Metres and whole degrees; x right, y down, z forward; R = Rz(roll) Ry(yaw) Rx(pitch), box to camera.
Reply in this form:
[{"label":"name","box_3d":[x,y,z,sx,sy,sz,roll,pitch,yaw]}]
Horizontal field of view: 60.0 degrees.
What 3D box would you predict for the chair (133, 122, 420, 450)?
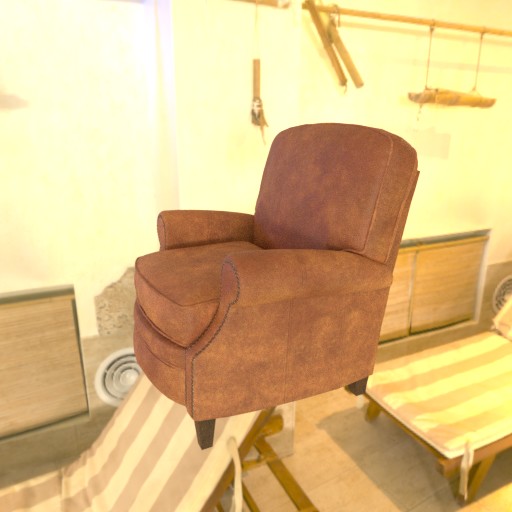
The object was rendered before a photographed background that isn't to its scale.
[{"label":"chair","box_3d":[0.000,0.000,1.761,0.986,1.018,0.936,-8,18,-25]}]
